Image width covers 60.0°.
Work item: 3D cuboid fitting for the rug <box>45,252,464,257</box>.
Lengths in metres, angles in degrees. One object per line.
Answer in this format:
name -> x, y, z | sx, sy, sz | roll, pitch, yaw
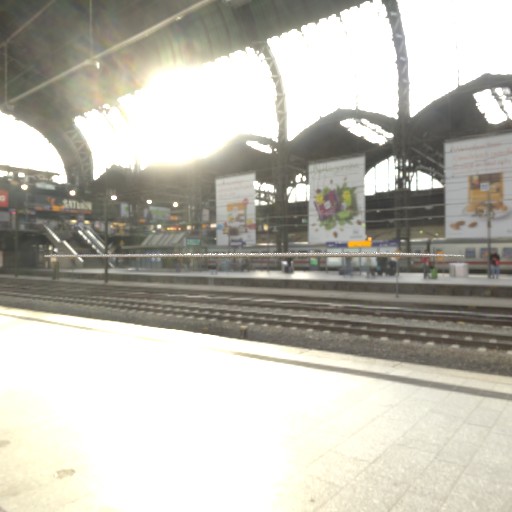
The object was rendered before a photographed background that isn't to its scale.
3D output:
rug -> 0.000, 0.000, 2.880 | 2.213, 0.014, 1.608 | 0, 0, 35
